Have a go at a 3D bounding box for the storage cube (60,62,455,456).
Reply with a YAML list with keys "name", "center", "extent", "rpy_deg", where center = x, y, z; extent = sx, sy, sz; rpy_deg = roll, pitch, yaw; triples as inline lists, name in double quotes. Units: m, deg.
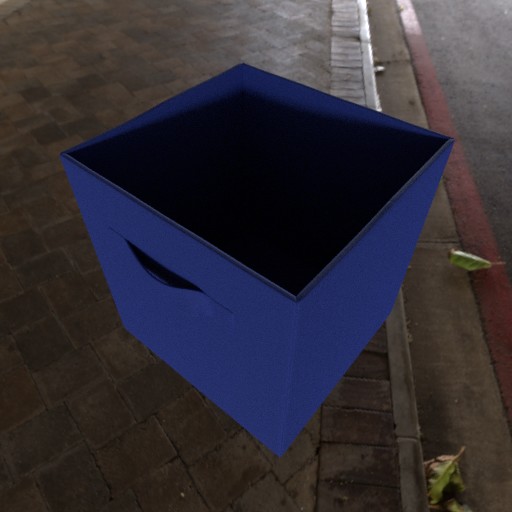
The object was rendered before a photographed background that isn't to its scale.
- name: "storage cube"
  center: [0.000, 0.000, 0.502]
  extent: [0.270, 0.280, 0.270]
  rpy_deg: [31, 54, 26]
